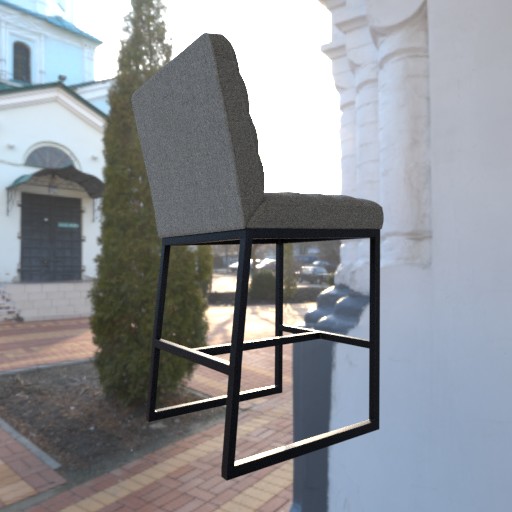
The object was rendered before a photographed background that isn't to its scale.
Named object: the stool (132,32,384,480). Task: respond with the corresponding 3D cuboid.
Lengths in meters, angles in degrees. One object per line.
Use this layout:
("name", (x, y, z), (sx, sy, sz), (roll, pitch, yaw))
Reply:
("stool", (0.000, 0.000, 1.236), (0.560, 0.940, 0.460), (1, -1, -36))
